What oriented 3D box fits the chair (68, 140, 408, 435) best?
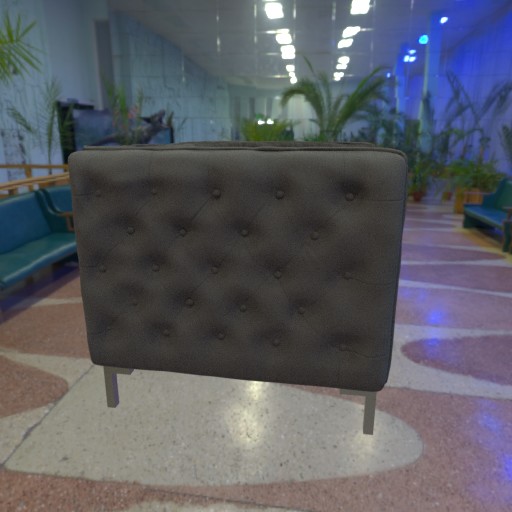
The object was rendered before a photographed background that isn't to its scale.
[{"bbox_3d":[0.000,0.000,1.630,0.913,0.807,0.946,3,16,9],"label":"chair"}]
